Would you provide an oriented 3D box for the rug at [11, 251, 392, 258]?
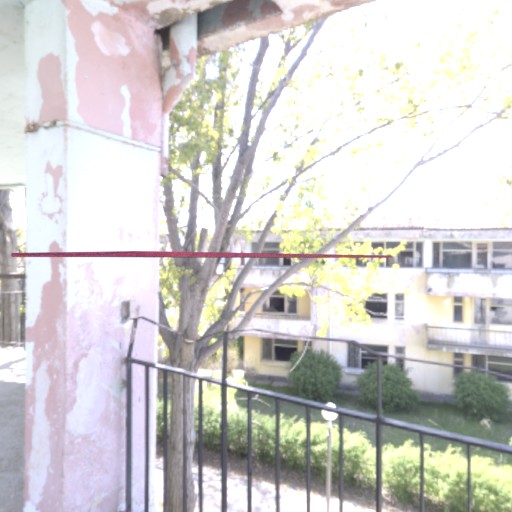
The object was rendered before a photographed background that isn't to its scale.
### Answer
[{"bbox_3d":[0.000,0.000,2.630,0.813,0.018,2.439,0,0,36],"label":"rug"}]
